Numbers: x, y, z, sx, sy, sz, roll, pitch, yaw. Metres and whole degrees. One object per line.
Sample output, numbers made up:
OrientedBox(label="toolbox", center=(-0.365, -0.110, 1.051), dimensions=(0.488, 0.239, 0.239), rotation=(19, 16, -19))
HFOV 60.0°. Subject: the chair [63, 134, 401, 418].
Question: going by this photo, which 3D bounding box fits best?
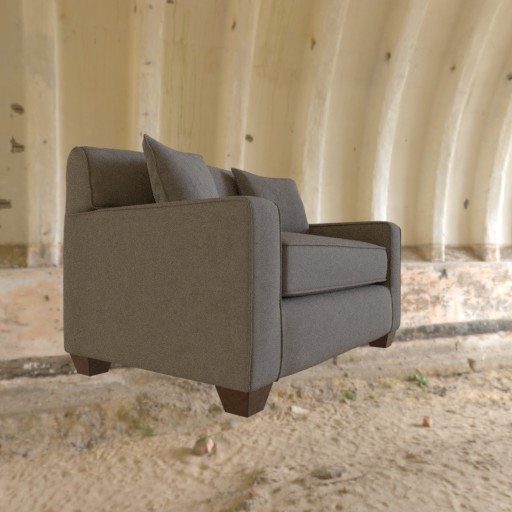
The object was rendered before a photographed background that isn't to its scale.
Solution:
OrientedBox(label="chair", center=(0.000, 0.000, 2.077), dimensions=(0.992, 0.953, 1.395), rotation=(0, 0, 35))
